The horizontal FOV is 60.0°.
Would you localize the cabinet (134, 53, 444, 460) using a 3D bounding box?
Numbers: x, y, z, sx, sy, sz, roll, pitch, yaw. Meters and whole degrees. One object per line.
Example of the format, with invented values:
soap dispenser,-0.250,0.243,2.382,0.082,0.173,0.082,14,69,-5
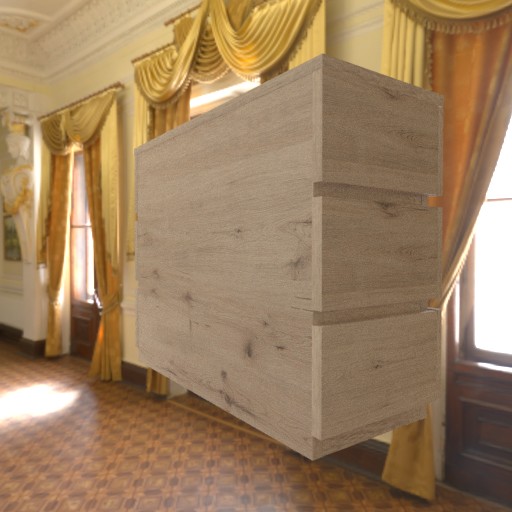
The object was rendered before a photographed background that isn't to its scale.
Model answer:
cabinet,0.000,0.000,1.425,0.420,0.820,1.040,-1,1,-35
